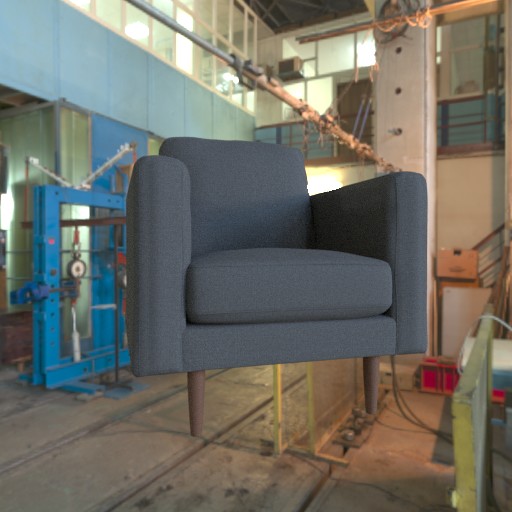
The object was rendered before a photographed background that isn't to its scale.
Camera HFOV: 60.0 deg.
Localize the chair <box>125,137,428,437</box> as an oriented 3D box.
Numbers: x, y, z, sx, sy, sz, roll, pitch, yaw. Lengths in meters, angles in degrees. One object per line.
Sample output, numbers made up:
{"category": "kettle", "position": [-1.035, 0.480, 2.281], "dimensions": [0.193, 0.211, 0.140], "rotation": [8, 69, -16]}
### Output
{"category": "chair", "position": [0.000, 0.000, 1.530], "dimensions": [0.854, 0.927, 0.800], "rotation": [0, 1, -18]}
